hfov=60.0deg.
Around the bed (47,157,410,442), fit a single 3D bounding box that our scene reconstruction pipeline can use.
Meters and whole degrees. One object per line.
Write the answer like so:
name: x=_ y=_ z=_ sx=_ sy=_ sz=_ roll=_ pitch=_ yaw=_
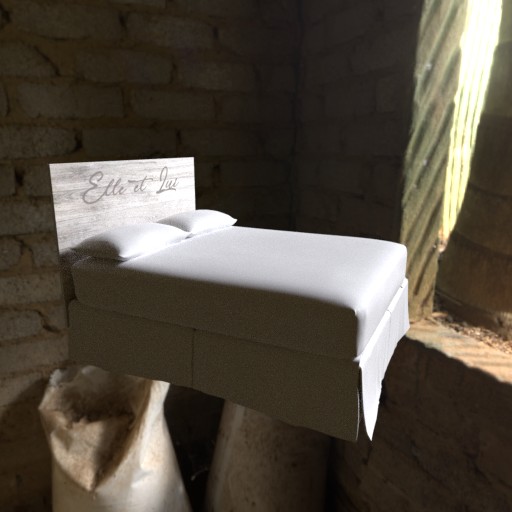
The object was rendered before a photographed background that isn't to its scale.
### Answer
bed: x=0.000 y=0.000 z=3.227 sx=2.094 sy=1.335 sz=1.745 roll=7 pitch=16 yaw=25
